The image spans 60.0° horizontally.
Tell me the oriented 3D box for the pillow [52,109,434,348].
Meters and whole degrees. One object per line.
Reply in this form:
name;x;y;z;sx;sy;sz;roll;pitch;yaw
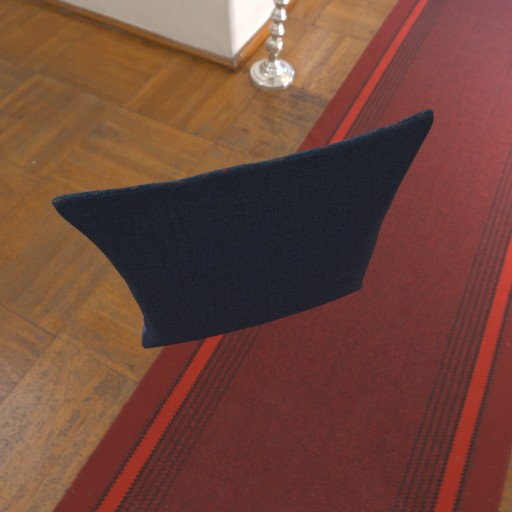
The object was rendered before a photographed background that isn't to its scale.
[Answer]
pillow;0.000;0.000;0.653;0.431;0.431;0.141;-15;60;-9
